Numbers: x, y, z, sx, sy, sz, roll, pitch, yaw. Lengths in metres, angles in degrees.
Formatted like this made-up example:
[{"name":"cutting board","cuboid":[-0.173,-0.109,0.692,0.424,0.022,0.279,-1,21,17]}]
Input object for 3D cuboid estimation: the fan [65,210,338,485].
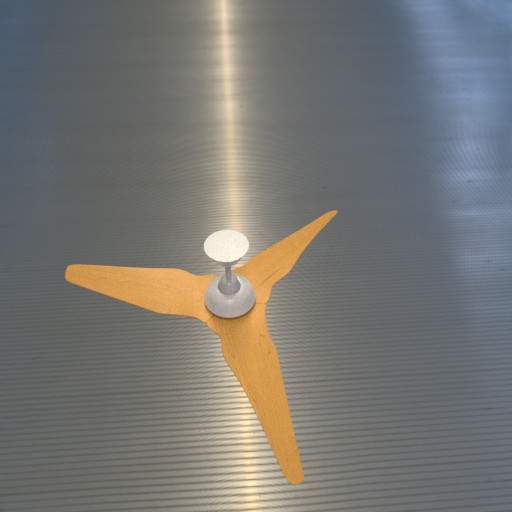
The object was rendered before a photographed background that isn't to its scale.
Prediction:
[{"name":"fan","cuboid":[0.000,0.000,1.619,1.142,0.355,1.010,32,54,26]}]
